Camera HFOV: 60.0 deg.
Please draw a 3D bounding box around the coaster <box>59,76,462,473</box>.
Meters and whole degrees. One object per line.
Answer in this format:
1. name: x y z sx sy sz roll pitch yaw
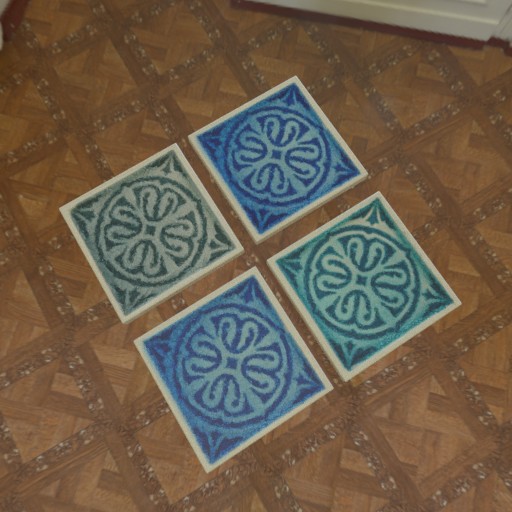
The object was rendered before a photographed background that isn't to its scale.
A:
1. coaster: 0.000 0.000 0.331 0.214 0.010 0.219 -31 79 -7
